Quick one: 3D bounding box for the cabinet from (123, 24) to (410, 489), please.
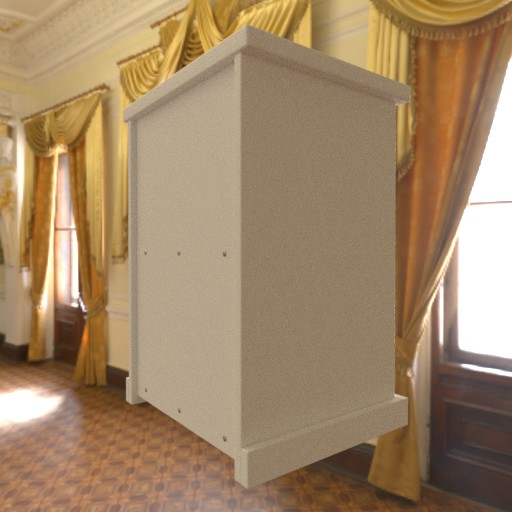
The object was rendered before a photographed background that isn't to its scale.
[{"bbox_3d":[0.000,0.000,1.021,0.431,0.723,0.520,-1,1,-37],"label":"cabinet"}]
